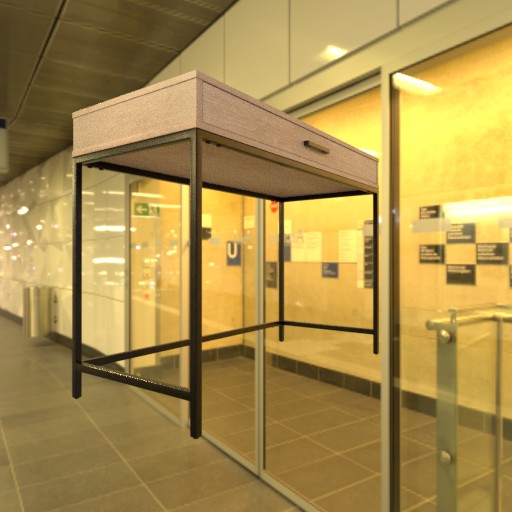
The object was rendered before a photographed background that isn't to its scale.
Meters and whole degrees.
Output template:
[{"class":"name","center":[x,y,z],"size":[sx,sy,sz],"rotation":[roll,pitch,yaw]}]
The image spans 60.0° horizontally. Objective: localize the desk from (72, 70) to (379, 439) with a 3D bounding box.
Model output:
[{"class":"desk","center":[0.000,0.000,1.451],"size":[0.470,0.762,1.016],"rotation":[0,0,36]}]
